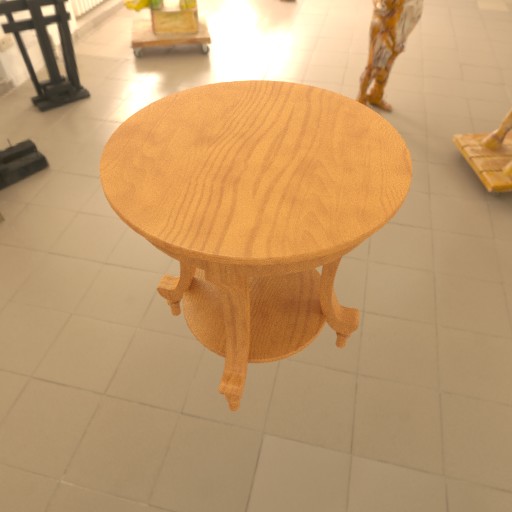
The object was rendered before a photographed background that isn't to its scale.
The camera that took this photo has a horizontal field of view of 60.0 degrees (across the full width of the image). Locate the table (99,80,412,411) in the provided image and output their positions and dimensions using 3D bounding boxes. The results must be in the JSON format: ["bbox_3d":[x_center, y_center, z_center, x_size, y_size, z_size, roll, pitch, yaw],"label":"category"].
[{"bbox_3d":[0.000,0.000,1.088,0.597,0.612,0.597,0,46,0],"label":"table"}]
